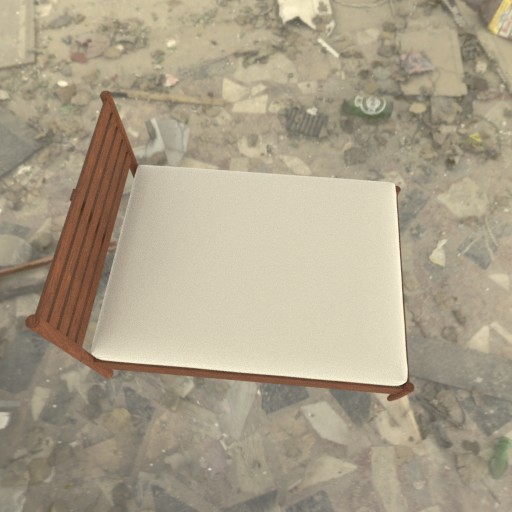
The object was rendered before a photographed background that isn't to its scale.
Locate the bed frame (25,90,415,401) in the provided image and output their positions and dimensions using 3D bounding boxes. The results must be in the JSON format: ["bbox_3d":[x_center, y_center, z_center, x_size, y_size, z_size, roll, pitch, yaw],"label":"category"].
[{"bbox_3d":[0.000,0.000,3.158,2.234,1.321,1.655,4,64,2],"label":"bed frame"}]
